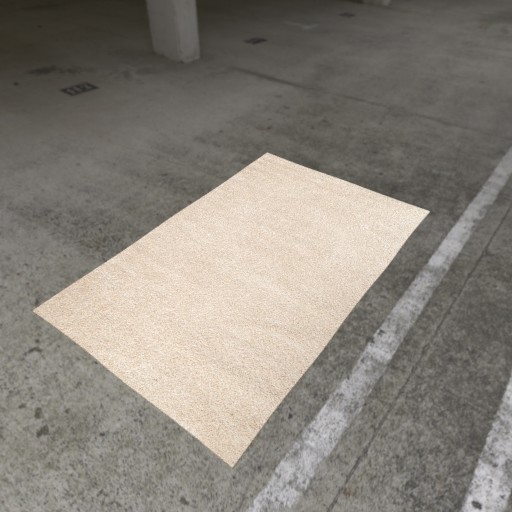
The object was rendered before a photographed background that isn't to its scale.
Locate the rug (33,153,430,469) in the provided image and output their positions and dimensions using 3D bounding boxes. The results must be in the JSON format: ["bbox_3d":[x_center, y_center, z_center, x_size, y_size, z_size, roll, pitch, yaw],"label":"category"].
[{"bbox_3d":[0.000,0.000,2.958,1.500,0.025,2.346,26,48,27],"label":"rug"}]
